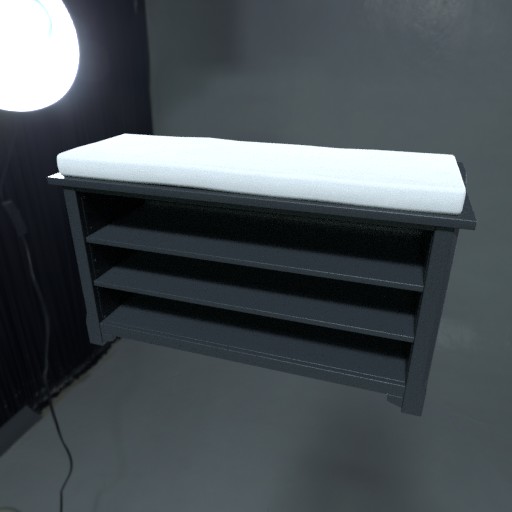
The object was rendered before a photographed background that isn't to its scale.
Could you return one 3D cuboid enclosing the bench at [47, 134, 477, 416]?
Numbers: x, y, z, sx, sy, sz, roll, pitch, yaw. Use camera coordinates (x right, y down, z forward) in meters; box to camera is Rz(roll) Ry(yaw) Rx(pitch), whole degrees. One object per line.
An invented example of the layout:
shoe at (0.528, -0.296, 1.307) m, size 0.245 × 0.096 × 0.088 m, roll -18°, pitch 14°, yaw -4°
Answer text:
bench at (0.000, 0.000, 1.197) m, size 0.973 × 0.561 × 0.345 m, roll 8°, pitch 27°, yaw 16°
